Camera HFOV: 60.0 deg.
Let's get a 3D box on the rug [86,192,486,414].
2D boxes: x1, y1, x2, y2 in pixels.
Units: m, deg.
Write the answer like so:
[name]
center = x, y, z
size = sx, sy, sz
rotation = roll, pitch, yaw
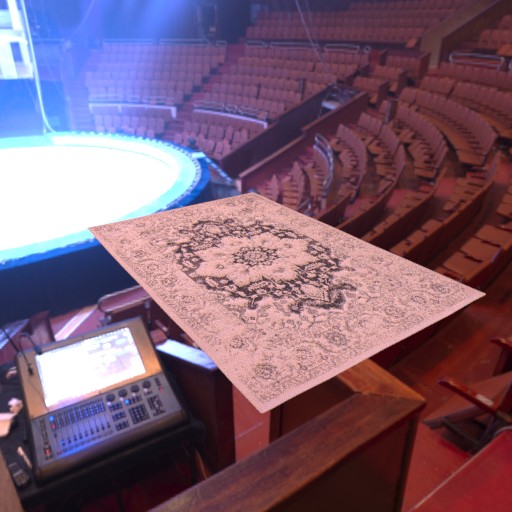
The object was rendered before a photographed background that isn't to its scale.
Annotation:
[rug]
center = 0.000, 0.000, 2.308
size = 1.223, 0.008, 1.813
rotation = -17, 30, -31
